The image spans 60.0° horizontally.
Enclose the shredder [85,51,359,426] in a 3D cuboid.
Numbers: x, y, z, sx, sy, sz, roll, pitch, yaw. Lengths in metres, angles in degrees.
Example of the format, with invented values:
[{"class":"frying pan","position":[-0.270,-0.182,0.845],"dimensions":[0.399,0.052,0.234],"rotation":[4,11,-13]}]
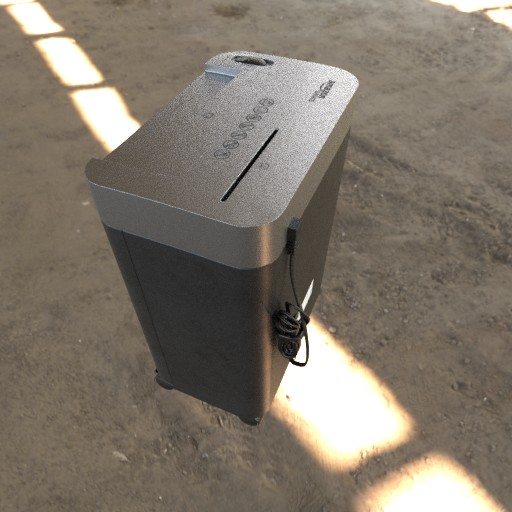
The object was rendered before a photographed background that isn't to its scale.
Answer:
[{"class":"shredder","position":[0.000,0.000,0.612],"dimensions":[0.237,0.419,0.311],"rotation":[18,49,16]}]
